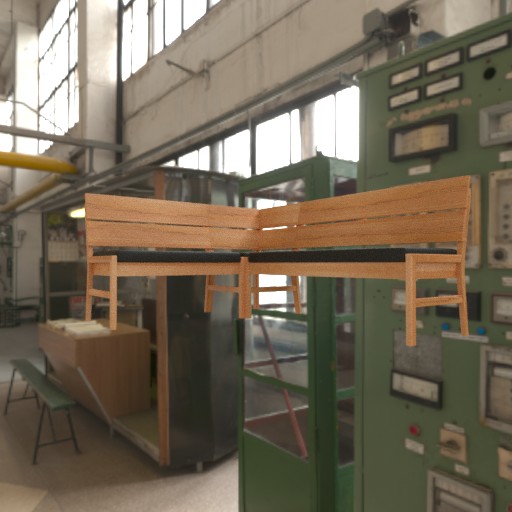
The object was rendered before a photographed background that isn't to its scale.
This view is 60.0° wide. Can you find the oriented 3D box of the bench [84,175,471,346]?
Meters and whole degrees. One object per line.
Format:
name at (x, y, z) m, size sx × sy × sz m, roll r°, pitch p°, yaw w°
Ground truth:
bench at (0.000, 0.000, 2.785) m, size 1.548 × 0.890 × 1.948 m, roll 1°, pitch -1°, yaw -37°
